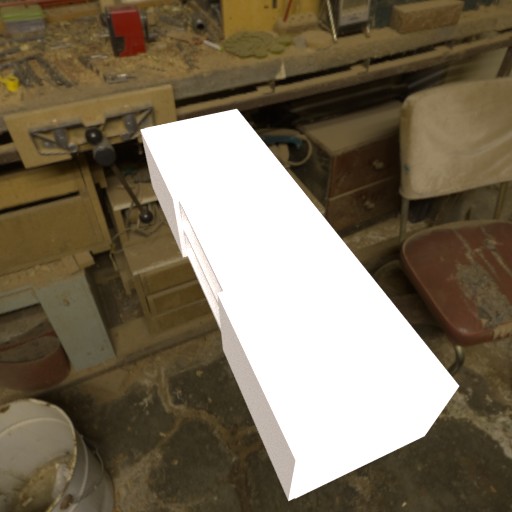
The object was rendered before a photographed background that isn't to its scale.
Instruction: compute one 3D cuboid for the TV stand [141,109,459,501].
[{"bbox_3d":[0.000,0.000,1.520,0.420,0.310,1.400,-17,49,-16],"label":"TV stand"}]
